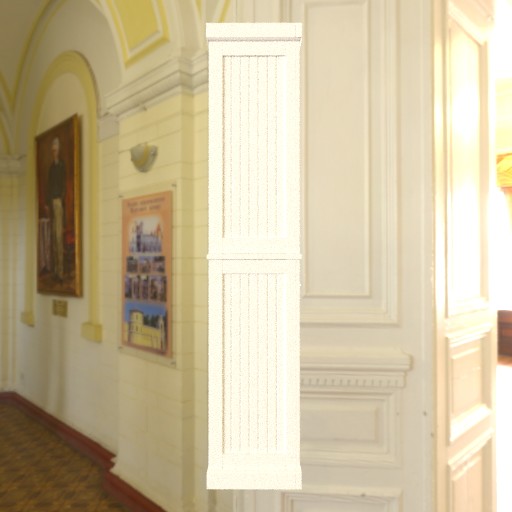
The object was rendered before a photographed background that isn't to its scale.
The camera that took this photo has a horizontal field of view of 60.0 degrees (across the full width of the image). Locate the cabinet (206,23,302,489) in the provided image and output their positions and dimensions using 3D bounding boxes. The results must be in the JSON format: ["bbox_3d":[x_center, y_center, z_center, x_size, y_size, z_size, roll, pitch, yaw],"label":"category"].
[{"bbox_3d":[0.000,0.000,2.113,0.390,1.829,0.754,0,0,0],"label":"cabinet"}]
